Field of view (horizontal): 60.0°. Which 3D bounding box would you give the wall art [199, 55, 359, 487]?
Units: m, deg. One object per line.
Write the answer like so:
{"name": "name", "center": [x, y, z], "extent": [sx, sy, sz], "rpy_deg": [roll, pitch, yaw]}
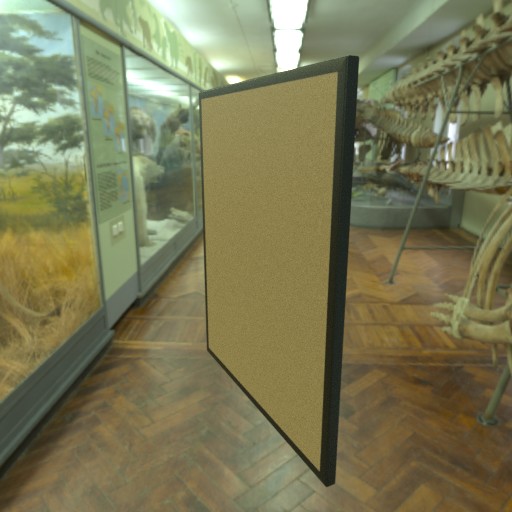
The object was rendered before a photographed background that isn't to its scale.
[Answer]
{"name": "wall art", "center": [0.000, 0.000, 0.779], "extent": [0.018, 0.582, 0.481], "rpy_deg": [-8, 17, -26]}
